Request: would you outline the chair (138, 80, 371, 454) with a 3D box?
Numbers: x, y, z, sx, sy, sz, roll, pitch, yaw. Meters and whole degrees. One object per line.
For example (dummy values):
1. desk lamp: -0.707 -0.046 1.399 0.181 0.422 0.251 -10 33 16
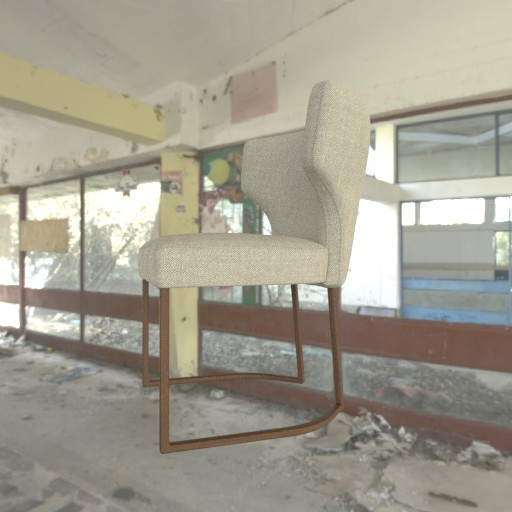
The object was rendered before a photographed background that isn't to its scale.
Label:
1. chair: 0.000 0.000 1.254 0.617 0.824 0.611 0 0 -18
